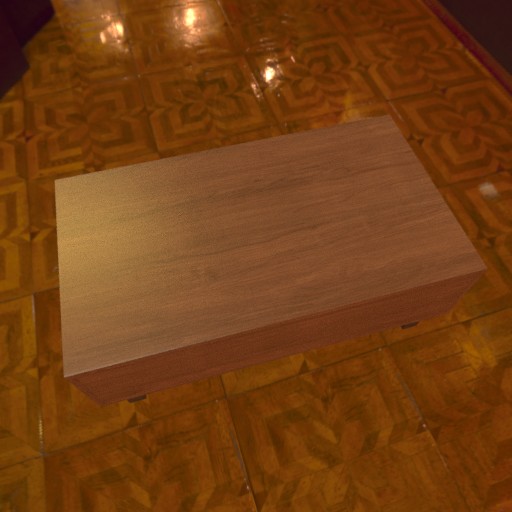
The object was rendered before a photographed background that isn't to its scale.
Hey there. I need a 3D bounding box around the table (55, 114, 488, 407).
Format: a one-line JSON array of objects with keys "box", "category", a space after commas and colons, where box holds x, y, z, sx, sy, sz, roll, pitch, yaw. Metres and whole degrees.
[{"box": [0.000, 0.000, 1.335, 1.020, 0.380, 0.600, -13, 59, -8], "category": "table"}]
